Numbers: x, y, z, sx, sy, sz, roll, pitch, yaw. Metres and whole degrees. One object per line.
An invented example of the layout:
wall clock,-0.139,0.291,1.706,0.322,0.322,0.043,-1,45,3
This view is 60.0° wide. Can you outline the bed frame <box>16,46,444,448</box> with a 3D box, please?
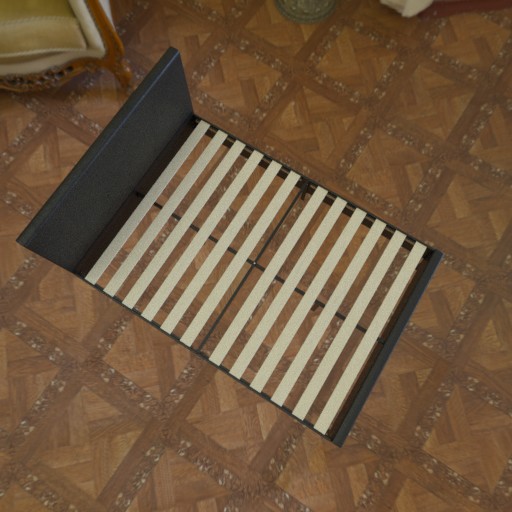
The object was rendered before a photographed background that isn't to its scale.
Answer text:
bed frame,0.000,0.000,2.897,2.152,1.046,1.469,31,77,8
